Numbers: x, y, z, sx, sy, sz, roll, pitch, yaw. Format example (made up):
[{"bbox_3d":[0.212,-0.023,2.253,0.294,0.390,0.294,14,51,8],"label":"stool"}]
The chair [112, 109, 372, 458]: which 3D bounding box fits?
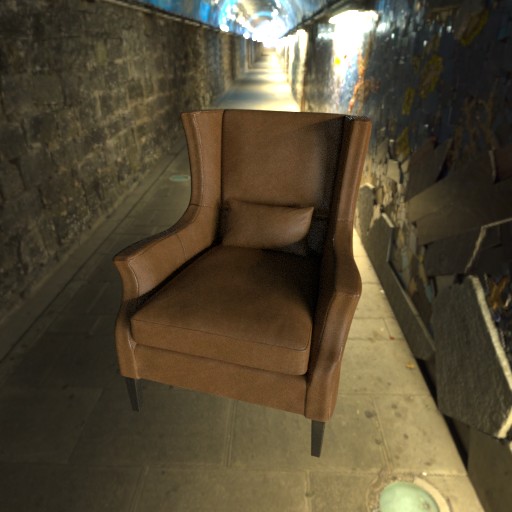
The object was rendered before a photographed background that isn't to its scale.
[{"bbox_3d":[0.000,0.000,1.740,0.852,1.016,0.925,8,27,16],"label":"chair"}]
